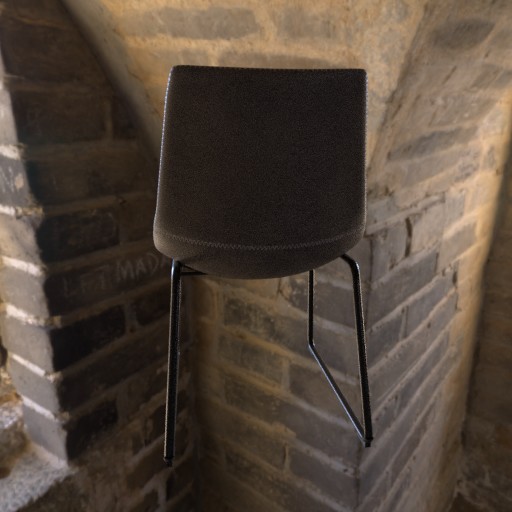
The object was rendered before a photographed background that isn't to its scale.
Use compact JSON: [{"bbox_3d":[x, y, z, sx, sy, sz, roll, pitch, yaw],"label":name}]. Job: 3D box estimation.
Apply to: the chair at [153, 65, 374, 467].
[{"bbox_3d":[0.000,0.000,1.077,0.460,0.780,0.550,-2,15,-8],"label":"chair"}]
